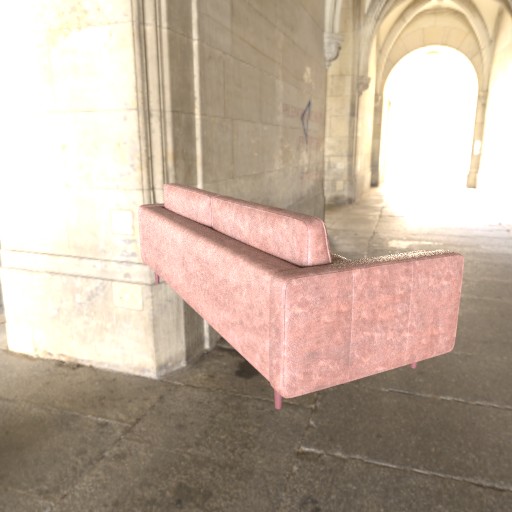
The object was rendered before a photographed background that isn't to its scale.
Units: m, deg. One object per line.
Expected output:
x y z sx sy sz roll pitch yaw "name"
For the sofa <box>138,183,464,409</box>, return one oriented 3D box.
0.000 0.000 2.659 0.914 0.762 2.210 -7 15 -26 "sofa"
